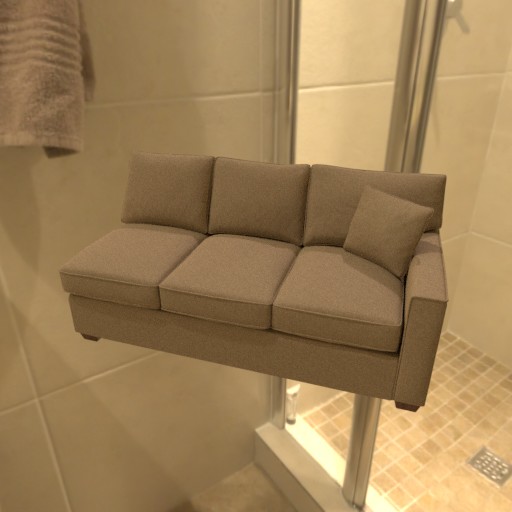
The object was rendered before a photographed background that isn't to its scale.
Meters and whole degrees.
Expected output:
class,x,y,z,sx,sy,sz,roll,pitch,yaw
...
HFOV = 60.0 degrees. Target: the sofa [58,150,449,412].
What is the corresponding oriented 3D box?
class,x,y,z,sx,sy,sz,roll,pitch,yaw
sofa,0.000,0.000,2.547,1.963,0.946,1.034,8,27,16
